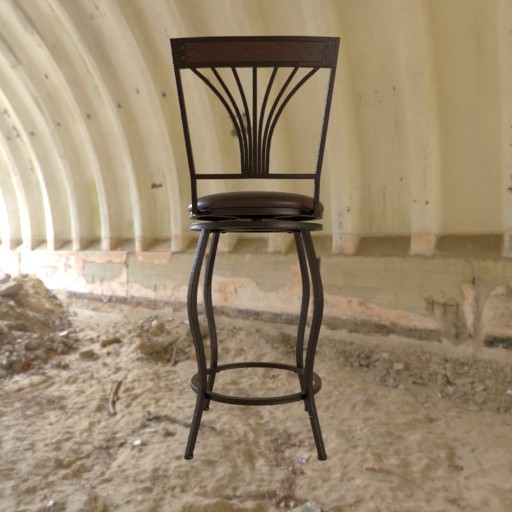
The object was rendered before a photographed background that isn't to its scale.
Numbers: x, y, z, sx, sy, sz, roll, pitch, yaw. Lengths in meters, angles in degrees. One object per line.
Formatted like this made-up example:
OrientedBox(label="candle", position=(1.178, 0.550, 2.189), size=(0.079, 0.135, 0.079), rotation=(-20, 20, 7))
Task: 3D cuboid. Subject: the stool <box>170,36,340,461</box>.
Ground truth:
OrientedBox(label="stool", position=(0.000, 0.000, 1.358), size=(0.433, 1.117, 0.514), rotation=(0, 1, 1))
